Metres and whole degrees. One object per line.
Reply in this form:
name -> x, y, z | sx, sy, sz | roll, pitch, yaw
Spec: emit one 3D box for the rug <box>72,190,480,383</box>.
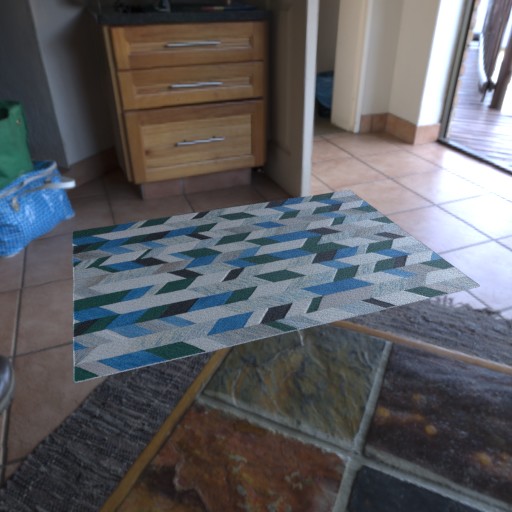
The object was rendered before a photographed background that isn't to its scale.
rug -> 0.000, 0.000, 2.335 | 1.827, 0.005, 1.229 | -10, 33, -17
